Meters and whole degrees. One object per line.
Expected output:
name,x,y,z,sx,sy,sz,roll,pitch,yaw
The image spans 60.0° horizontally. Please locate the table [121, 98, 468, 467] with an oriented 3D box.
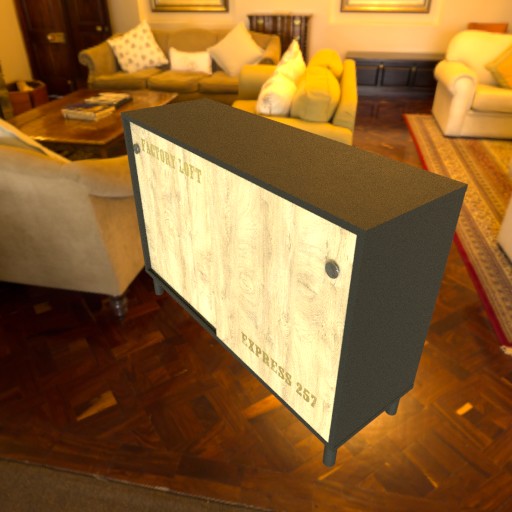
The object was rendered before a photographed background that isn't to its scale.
table,0.000,0.000,1.624,0.400,0.855,1.200,-23,38,-32
